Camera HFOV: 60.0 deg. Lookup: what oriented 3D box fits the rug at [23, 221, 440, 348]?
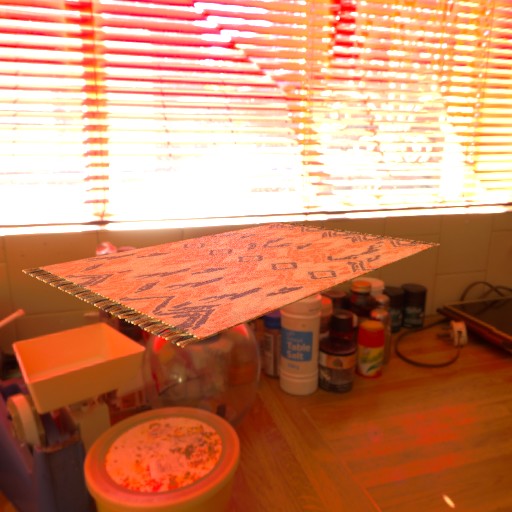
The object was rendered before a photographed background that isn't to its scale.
[{"bbox_3d":[0.000,0.000,2.975,1.533,0.010,2.428,12,18,41],"label":"rug"}]
